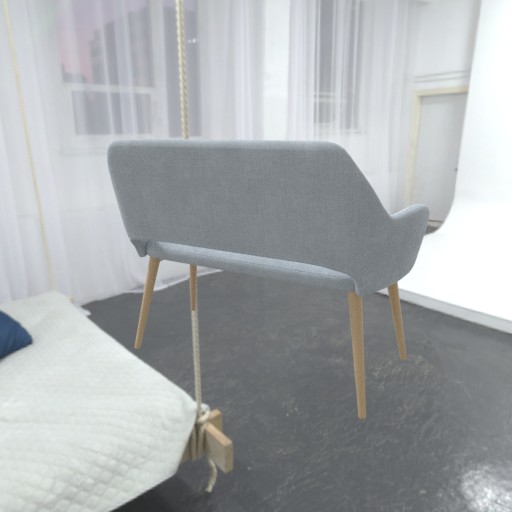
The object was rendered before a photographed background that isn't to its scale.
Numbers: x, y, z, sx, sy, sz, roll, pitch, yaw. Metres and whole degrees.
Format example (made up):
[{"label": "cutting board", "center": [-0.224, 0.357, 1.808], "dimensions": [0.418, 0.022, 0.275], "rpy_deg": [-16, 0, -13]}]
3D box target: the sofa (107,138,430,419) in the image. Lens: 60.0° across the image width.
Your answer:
[{"label": "sofa", "center": [0.000, 0.000, 1.634], "dimensions": [1.150, 0.840, 0.610], "rpy_deg": [9, 18, 28]}]
